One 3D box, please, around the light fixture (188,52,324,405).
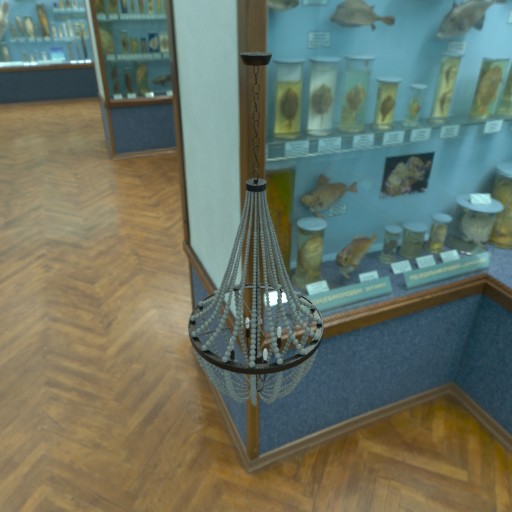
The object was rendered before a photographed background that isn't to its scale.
[{"bbox_3d":[0.000,0.000,1.357,0.450,1.133,0.450,0,30,0],"label":"light fixture"}]
